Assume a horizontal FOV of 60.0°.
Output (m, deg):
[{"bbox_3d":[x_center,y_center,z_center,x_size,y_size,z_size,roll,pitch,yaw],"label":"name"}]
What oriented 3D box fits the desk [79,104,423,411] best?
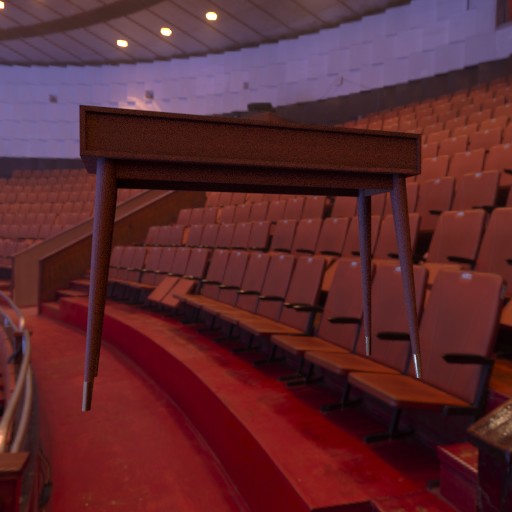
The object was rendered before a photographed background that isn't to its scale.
[{"bbox_3d":[0.000,0.000,1.670,1.204,0.917,0.384,0,1,-17],"label":"desk"}]
